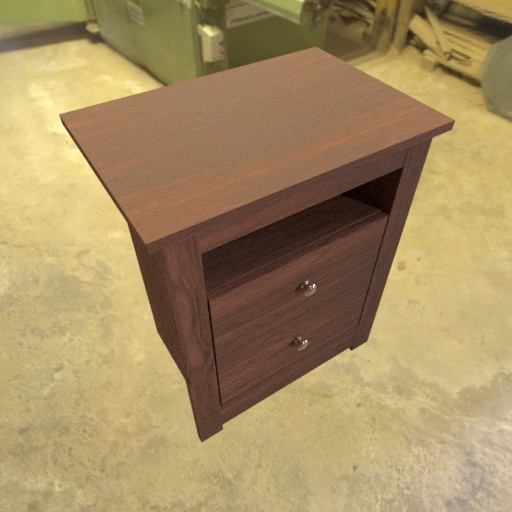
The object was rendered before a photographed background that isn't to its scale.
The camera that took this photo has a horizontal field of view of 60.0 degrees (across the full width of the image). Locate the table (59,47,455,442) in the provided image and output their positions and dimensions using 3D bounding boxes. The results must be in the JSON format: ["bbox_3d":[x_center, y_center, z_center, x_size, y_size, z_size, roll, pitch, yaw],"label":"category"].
[{"bbox_3d":[0.000,0.000,1.050,0.589,0.711,0.406,-25,51,-22],"label":"table"}]
